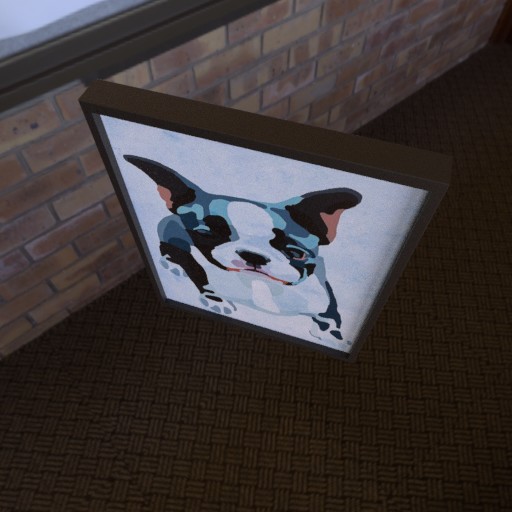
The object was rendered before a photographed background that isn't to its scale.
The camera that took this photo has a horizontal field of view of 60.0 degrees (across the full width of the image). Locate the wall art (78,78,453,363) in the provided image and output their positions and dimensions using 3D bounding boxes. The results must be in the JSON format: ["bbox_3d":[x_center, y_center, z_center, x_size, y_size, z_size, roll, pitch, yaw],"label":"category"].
[{"bbox_3d":[0.000,0.000,0.497,0.294,0.369,0.030,15,58,10],"label":"wall art"}]
